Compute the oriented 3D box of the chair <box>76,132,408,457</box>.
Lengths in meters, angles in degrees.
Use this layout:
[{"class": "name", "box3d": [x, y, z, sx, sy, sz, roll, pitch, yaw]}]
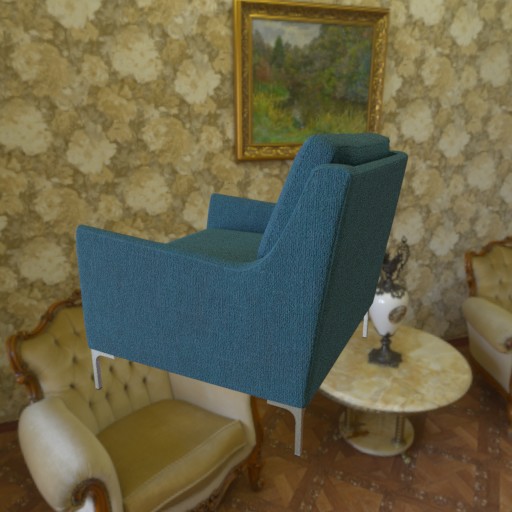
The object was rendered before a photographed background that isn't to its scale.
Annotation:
[{"class": "chair", "box3d": [0.000, 0.000, 1.543, 0.849, 0.828, 0.847, 8, 18, 25]}]
